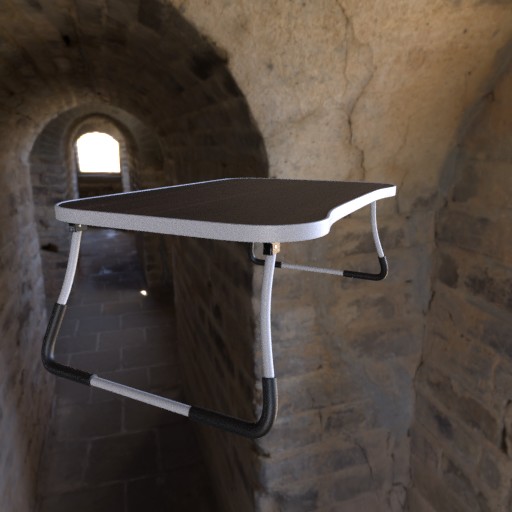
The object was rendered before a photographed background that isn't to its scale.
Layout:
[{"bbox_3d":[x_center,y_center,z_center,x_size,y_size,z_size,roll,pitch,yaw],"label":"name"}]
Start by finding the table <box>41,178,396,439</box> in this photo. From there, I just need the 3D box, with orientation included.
[{"bbox_3d":[0.000,0.000,0.808,0.400,0.232,0.660,7,16,26],"label":"table"}]
